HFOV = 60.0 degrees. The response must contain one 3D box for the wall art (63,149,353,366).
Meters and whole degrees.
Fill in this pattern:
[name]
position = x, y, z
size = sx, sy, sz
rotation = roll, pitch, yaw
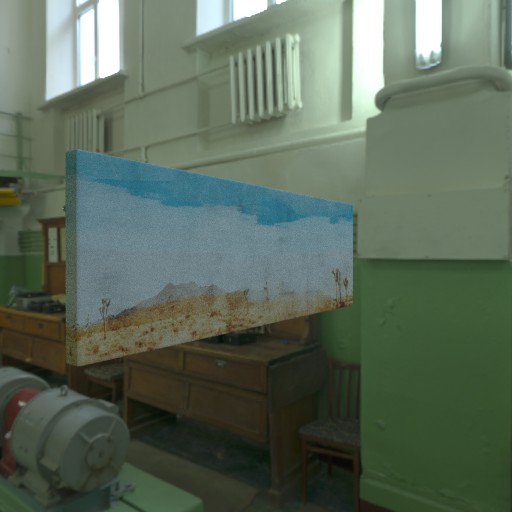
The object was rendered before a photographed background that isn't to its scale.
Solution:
[wall art]
position = 0.000, 0.000, 0.829
size = 0.044, 0.254, 0.759
rotation = 0, 1, 37
